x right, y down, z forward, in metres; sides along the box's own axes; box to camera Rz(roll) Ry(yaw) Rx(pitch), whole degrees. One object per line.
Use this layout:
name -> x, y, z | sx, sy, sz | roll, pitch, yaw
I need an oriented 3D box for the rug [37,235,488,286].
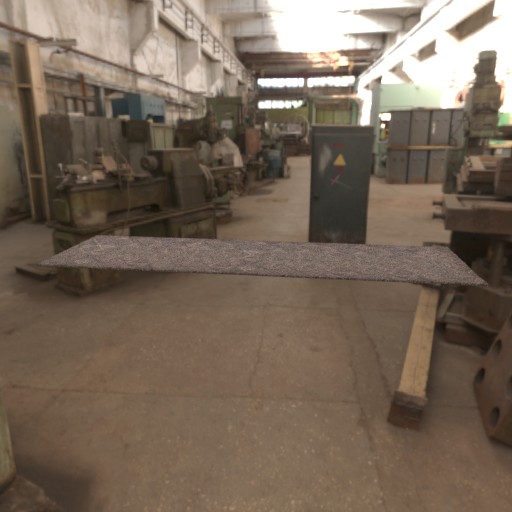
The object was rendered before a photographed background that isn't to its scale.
rug -> 0.000, 0.000, 2.552 | 2.296, 0.011, 0.691 | 2, 16, 8
